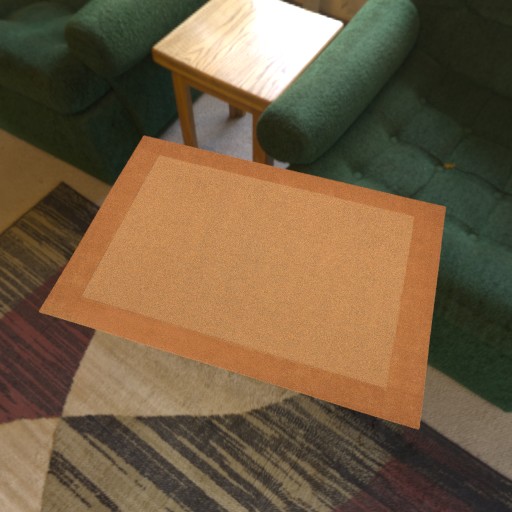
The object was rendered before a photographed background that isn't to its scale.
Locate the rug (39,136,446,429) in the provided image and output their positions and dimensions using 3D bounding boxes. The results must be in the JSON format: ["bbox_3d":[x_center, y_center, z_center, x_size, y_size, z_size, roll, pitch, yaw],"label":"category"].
[{"bbox_3d":[0.000,0.000,2.307,1.829,0.014,1.219,15,61,8],"label":"rug"}]
